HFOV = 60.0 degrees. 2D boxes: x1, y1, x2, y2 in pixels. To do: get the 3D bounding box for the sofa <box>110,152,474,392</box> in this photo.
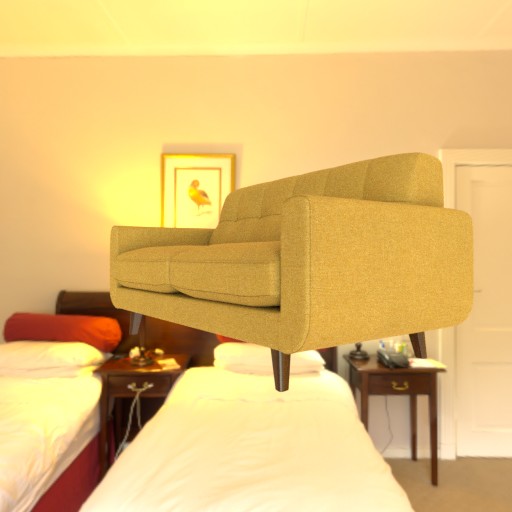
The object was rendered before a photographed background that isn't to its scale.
[{"bbox_3d":[0.000,0.000,2.100,0.909,0.841,1.631,0,0,-36],"label":"sofa"}]
